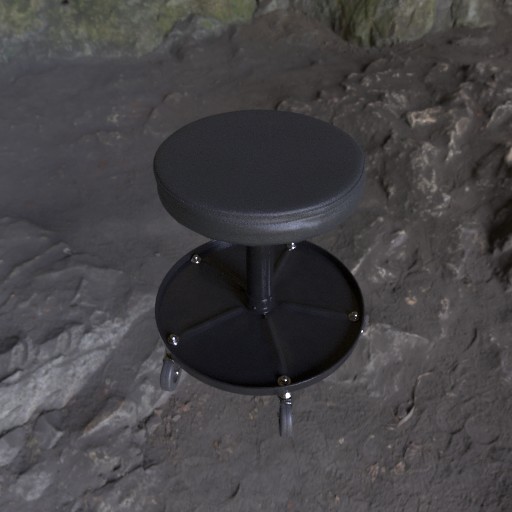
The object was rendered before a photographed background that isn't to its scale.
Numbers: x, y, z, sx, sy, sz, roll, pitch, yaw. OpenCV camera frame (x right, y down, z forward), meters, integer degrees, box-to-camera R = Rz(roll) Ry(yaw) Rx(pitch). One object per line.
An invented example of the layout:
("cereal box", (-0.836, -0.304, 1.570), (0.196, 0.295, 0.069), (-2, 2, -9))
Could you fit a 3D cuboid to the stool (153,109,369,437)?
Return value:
("stool", (0.000, 0.000, 0.691), (0.382, 0.365, 0.381), (13, 44, 14))
